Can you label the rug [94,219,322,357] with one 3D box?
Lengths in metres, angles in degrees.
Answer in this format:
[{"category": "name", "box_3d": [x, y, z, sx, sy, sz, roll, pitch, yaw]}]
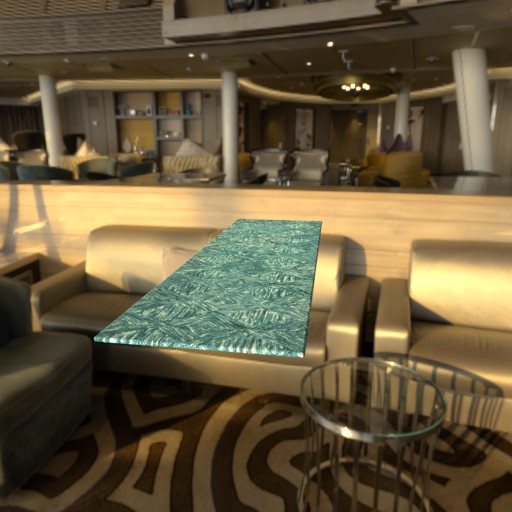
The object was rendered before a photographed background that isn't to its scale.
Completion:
[{"category": "rug", "box_3d": [0.000, 0.000, 2.458, 0.676, 0.016, 2.286, 2, 15, 9]}]
